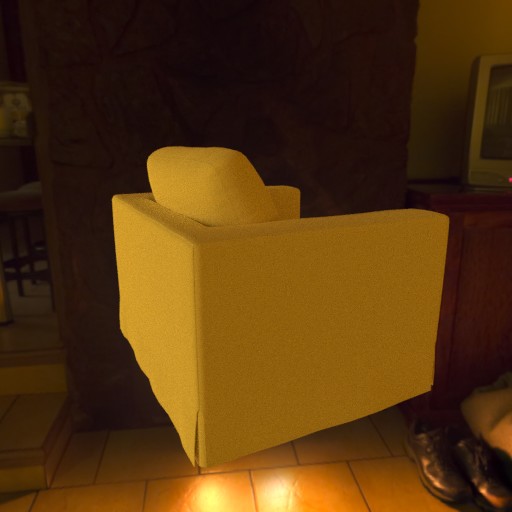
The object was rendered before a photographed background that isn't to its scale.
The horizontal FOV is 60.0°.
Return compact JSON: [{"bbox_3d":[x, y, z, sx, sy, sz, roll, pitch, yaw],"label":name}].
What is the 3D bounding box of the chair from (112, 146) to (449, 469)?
[{"bbox_3d":[0.000,0.000,1.825,0.957,0.878,1.150,-7,17,-26],"label":"chair"}]
